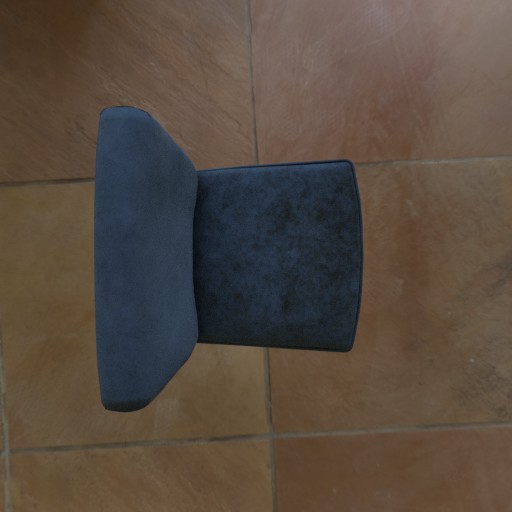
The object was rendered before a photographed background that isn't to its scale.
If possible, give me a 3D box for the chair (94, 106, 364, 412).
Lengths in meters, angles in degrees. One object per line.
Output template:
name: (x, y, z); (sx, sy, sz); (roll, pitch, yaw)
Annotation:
chair: (0.000, 0.000, 1.146); (0.551, 0.806, 0.521); (0, 91, 0)
